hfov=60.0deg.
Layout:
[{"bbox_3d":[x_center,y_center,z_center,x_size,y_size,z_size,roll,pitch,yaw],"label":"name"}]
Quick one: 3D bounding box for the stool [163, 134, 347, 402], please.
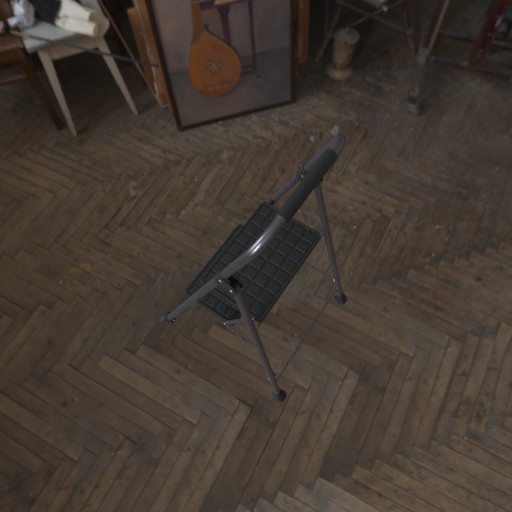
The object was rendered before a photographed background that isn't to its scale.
[{"bbox_3d":[0.000,0.000,1.208,0.514,0.872,0.450,32,68,14],"label":"stool"}]
